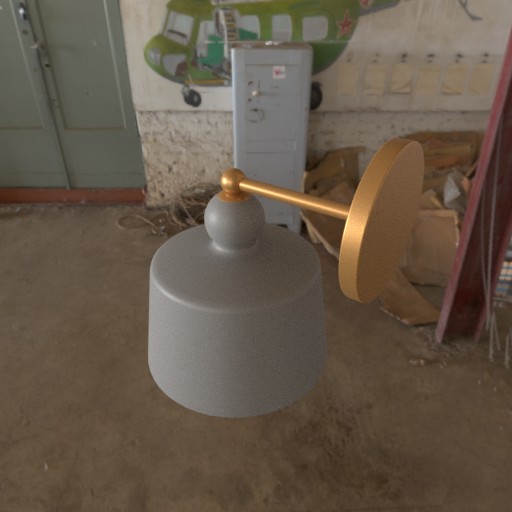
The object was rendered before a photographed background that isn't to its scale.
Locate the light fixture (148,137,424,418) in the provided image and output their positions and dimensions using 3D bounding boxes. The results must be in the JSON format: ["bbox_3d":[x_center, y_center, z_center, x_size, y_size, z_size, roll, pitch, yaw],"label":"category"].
[{"bbox_3d":[0.000,0.000,0.433,0.254,0.268,0.204,20,37,30],"label":"light fixture"}]
